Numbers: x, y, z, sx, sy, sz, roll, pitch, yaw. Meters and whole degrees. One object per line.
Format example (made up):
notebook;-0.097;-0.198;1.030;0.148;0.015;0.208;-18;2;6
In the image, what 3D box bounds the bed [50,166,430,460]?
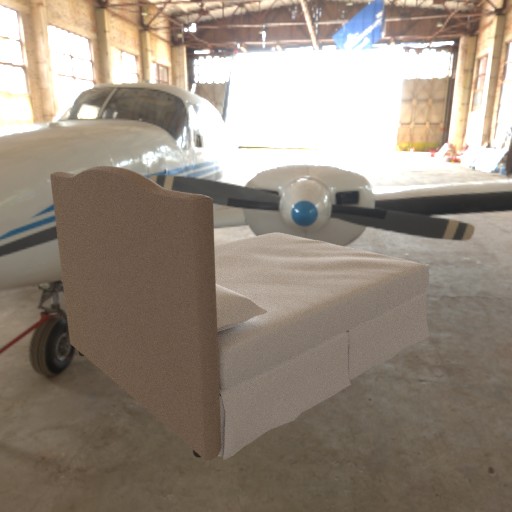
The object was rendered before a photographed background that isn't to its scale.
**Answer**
bed;0.000;0.000;3.351;2.282;1.436;1.821;-14;21;-41
